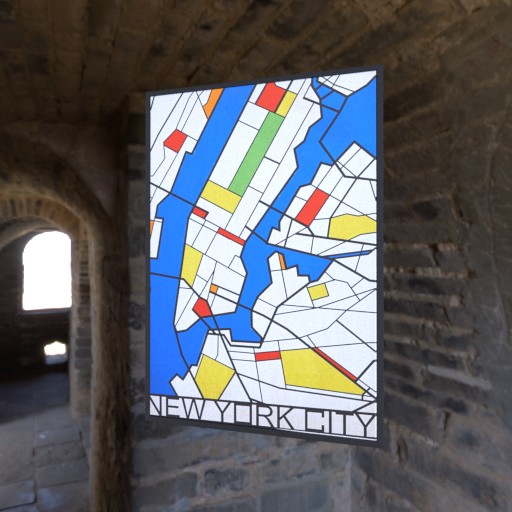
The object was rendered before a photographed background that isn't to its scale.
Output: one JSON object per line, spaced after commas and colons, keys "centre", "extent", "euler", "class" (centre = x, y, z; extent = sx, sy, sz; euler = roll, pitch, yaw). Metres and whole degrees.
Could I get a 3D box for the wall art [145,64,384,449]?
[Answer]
{"centre": [0.000, 0.000, 0.831], "extent": [0.460, 0.660, 0.013], "euler": [0, 0, 16], "class": "wall art"}
